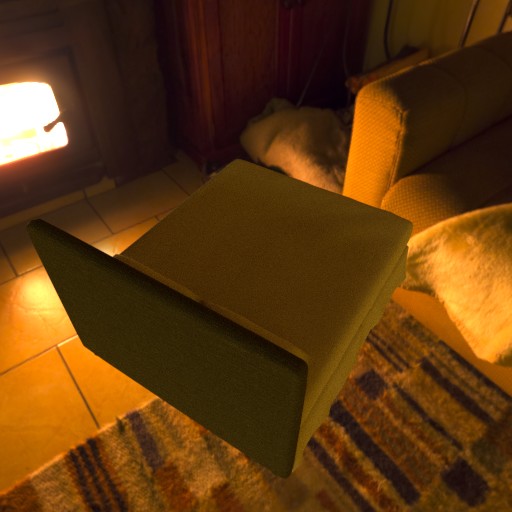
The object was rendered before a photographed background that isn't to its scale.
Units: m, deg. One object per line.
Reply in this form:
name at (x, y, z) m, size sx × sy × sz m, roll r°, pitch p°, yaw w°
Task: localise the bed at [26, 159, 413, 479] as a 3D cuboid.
bed at (0.000, 0.000, 3.276) m, size 1.884 × 1.330 × 2.142 m, roll 24°, pitch 50°, yaw 22°
